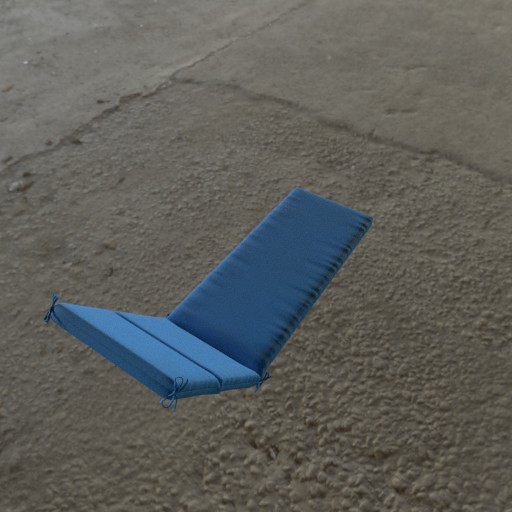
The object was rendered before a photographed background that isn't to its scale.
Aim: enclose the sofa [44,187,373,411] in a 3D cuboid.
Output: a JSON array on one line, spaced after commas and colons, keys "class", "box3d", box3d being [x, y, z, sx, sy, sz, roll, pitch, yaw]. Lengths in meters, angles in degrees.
[{"class": "sofa", "box3d": [0.000, 0.000, 1.971, 0.582, 0.622, 1.663, 26, 51, 23]}]
